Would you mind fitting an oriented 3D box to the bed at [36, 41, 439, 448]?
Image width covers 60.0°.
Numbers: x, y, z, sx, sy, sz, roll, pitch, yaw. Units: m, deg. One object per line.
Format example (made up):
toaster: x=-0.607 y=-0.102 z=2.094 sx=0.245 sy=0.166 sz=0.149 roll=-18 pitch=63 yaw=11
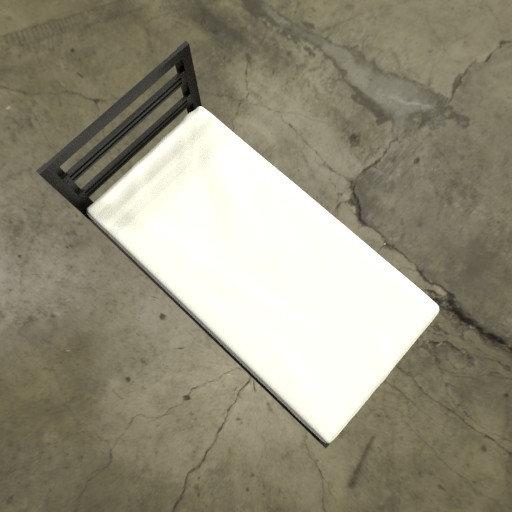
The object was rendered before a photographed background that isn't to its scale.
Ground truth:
bed: x=0.000 y=0.000 z=2.478 sx=1.930 sy=0.967 sz=0.991 roll=42 pitch=79 yaw=10
